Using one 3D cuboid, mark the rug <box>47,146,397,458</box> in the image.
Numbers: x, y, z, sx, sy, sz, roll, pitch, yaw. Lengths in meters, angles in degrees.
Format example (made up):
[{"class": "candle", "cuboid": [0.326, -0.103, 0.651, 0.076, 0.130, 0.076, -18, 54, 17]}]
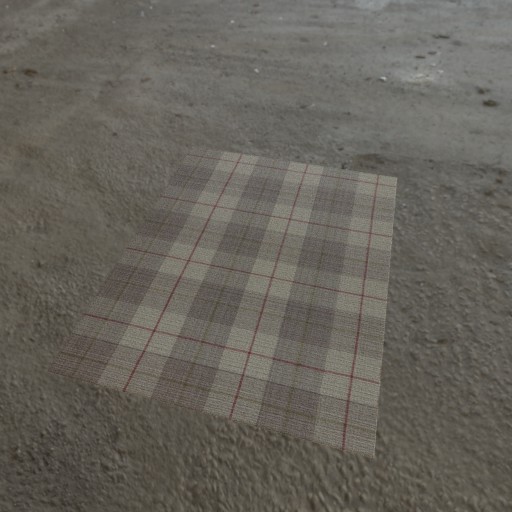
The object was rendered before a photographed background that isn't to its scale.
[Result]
[{"class": "rug", "cuboid": [0.000, 0.000, 3.956, 2.317, 0.016, 2.959, 11, 48, 10]}]
